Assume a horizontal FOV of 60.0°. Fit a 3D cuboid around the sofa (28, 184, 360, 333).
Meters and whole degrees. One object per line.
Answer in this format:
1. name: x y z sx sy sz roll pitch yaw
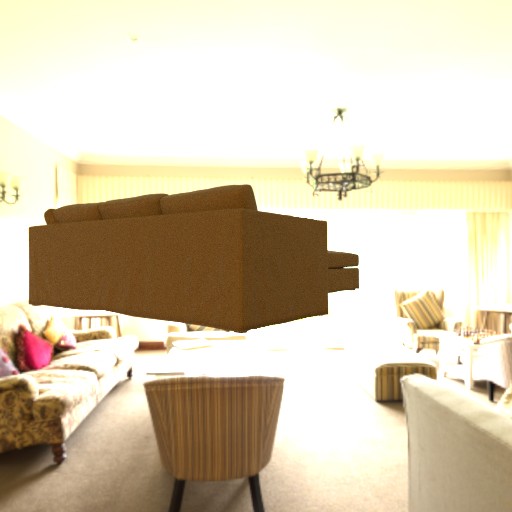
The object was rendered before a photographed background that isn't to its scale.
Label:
1. sofa: 0.000 0.000 4.531 2.427 0.882 3.460 0 0 37
